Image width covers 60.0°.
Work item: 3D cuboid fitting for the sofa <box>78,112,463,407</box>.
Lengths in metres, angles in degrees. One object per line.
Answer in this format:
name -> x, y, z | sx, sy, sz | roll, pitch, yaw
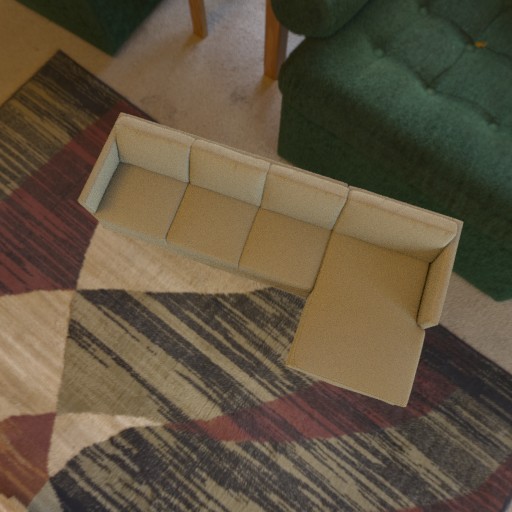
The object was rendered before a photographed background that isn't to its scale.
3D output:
sofa -> 0.000, 0.000, 3.918 | 3.177, 0.867, 1.622 | 19, 76, 5
